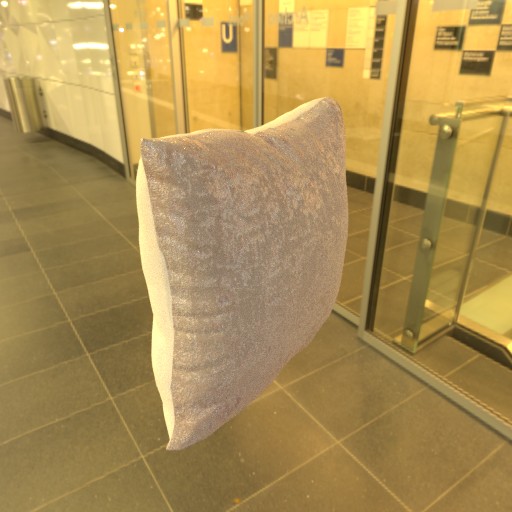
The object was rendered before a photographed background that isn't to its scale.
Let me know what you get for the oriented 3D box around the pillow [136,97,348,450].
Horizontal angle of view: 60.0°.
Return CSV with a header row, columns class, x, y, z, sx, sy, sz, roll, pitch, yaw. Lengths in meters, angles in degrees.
class,x,y,z,sx,sy,sz,roll,pitch,yaw
pillow,0.000,0.000,0.710,0.245,0.448,0.450,18,31,32
